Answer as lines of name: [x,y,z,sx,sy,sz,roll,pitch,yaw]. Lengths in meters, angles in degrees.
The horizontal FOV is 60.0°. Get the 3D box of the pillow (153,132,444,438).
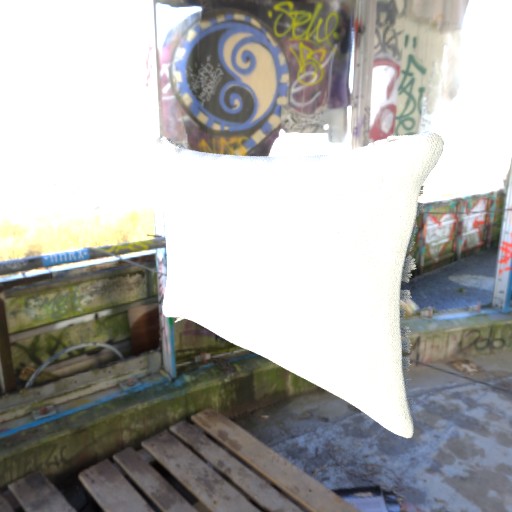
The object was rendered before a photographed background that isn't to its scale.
pillow: [0.000,0.000,0.575,0.084,0.305,0.466,-13,19,-42]
